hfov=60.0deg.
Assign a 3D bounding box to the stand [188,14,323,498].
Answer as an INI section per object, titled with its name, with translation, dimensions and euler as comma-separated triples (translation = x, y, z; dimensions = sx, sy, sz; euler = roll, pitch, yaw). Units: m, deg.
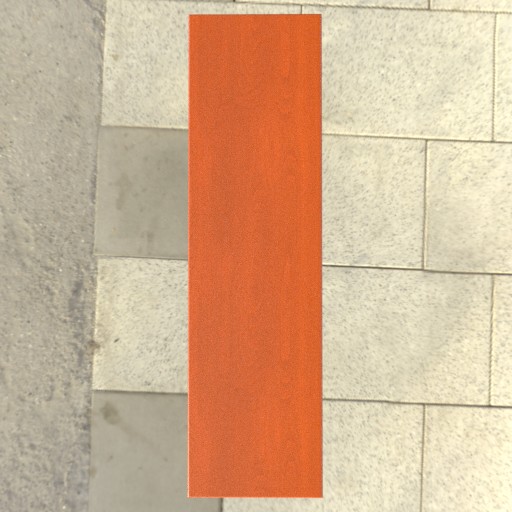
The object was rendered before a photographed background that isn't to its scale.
[stand]
translation = 0.000, 0.000, 1.635
dimensions = 0.381, 0.762, 1.372
euler = 0, 89, 0
